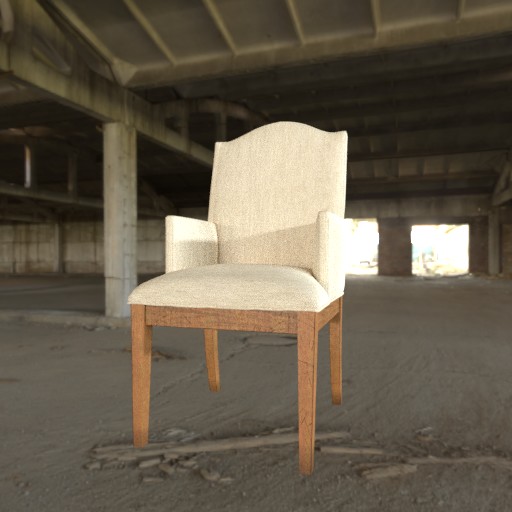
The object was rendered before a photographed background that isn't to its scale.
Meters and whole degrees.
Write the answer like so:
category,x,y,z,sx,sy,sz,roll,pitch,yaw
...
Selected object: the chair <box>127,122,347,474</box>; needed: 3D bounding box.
category,x,y,z,sx,sy,sz,roll,pitch,yaw
chair,0.000,0.000,1.406,0.533,1.016,0.641,0,0,19
